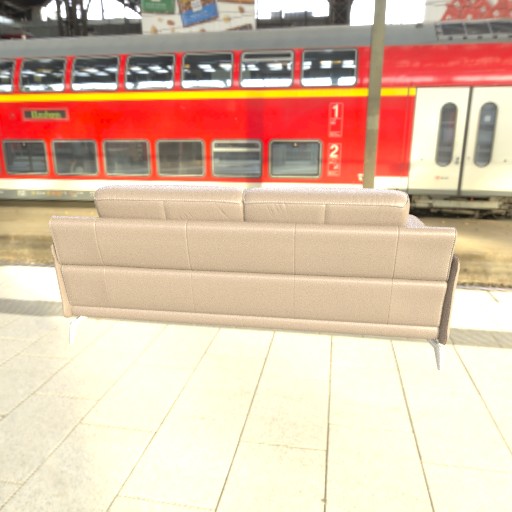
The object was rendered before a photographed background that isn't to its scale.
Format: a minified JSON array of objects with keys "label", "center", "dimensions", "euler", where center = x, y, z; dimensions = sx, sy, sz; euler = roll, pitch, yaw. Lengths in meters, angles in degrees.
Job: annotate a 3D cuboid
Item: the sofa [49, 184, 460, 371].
[{"label":"sofa","center":[0.000,0.000,2.643],"dimensions":[2.101,0.930,1.049],"euler":[2,16,8]}]
